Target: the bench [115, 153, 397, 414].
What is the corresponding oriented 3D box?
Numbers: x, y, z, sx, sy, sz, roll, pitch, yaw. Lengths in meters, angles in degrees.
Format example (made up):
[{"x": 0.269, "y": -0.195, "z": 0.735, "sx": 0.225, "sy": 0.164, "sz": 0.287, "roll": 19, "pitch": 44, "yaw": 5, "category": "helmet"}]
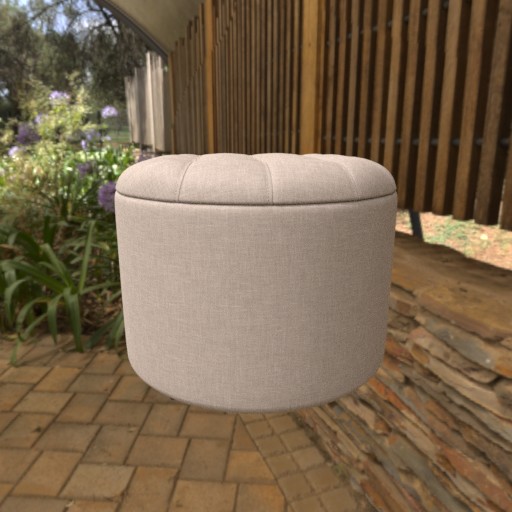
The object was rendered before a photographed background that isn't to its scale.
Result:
[{"x": 0.000, "y": 0.000, "z": 1.017, "sx": 0.600, "sy": 0.453, "sz": 0.600, "roll": 0, "pitch": 15, "yaw": 0, "category": "bench"}]
